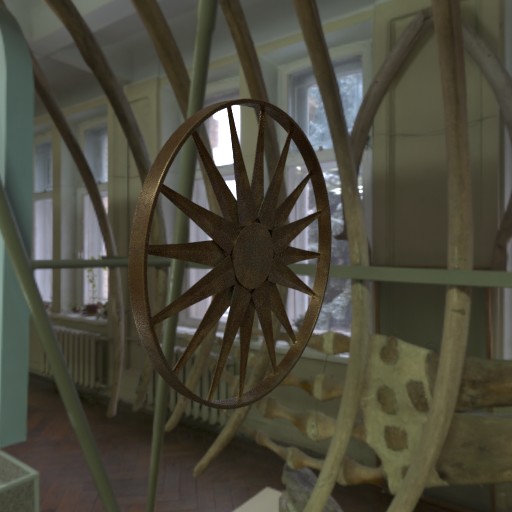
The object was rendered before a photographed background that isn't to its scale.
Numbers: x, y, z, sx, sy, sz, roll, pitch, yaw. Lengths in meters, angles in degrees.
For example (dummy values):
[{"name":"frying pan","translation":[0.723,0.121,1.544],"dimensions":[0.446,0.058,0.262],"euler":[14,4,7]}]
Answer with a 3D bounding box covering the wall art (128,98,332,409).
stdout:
[{"name":"wall art","translation":[0.000,0.000,0.868],"dimensions":[0.084,0.583,0.582],"euler":[0,0,36]}]
